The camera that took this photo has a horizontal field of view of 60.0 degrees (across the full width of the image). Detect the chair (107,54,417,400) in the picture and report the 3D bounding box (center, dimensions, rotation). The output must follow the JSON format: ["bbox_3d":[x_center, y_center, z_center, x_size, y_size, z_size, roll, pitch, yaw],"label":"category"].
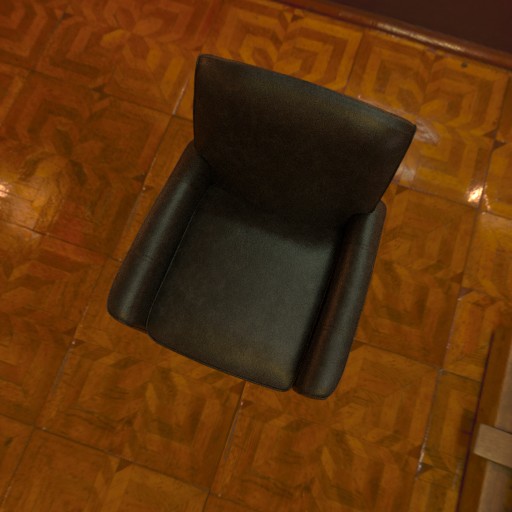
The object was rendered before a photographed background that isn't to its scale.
[{"bbox_3d":[0.000,0.000,1.639,0.848,1.014,0.864,20,76,5],"label":"chair"}]
